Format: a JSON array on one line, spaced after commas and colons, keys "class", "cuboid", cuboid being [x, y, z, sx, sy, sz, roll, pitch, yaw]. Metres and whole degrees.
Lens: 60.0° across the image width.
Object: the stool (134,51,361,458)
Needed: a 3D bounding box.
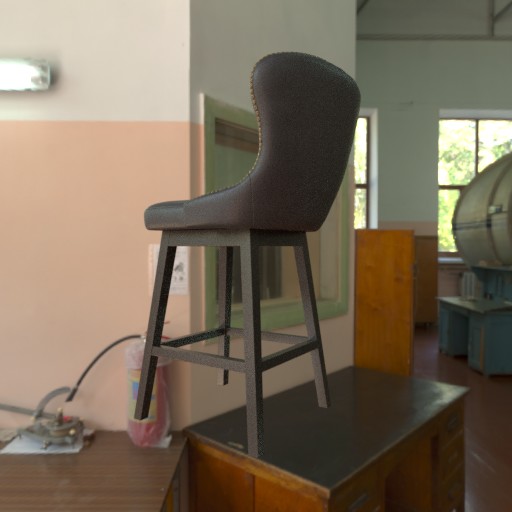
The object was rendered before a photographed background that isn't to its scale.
[{"class": "stool", "cuboid": [0.000, 0.000, 1.326, 0.593, 0.971, 0.528, 1, 1, 34]}]
